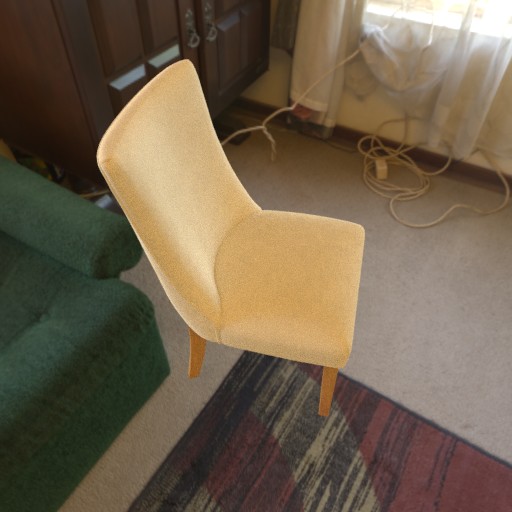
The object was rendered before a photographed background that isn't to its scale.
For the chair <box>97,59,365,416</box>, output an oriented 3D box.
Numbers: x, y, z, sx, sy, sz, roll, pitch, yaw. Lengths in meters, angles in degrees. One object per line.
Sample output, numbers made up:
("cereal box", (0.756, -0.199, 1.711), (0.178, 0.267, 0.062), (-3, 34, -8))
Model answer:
("chair", (0.000, 0.000, 1.283), (0.610, 0.902, 0.495), (10, 48, 9))
